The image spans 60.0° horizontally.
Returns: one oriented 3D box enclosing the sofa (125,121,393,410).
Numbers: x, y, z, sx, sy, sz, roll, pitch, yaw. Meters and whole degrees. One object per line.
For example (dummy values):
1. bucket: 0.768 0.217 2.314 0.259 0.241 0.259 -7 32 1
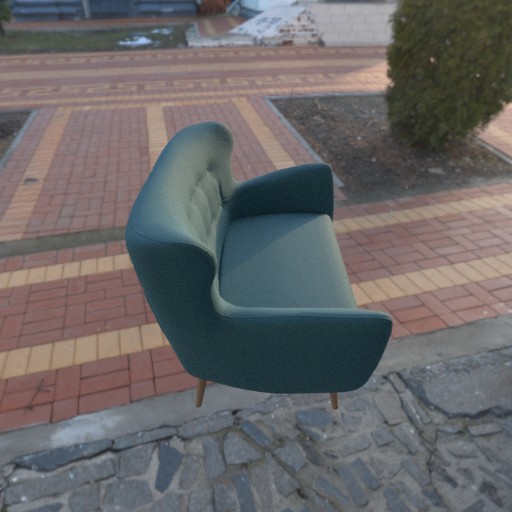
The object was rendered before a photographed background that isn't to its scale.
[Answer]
1. sofa: 0.000 0.000 2.031 0.889 0.889 1.397 0 32 0
